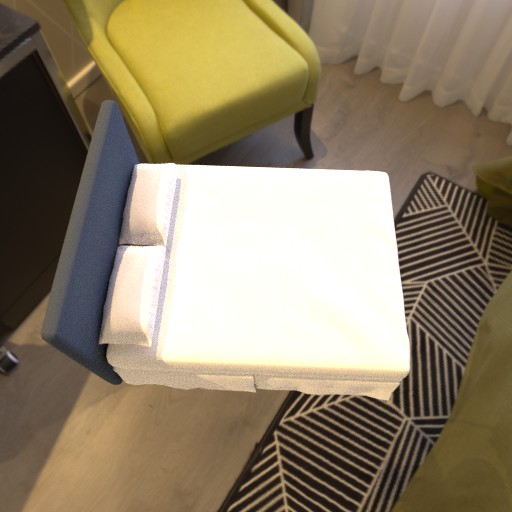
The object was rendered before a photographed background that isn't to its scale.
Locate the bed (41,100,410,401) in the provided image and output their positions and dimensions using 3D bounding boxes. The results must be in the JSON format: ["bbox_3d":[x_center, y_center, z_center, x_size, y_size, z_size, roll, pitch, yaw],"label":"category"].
[{"bbox_3d":[0.000,0.000,3.164,2.162,1.330,1.713,2,63,1],"label":"bed"}]
